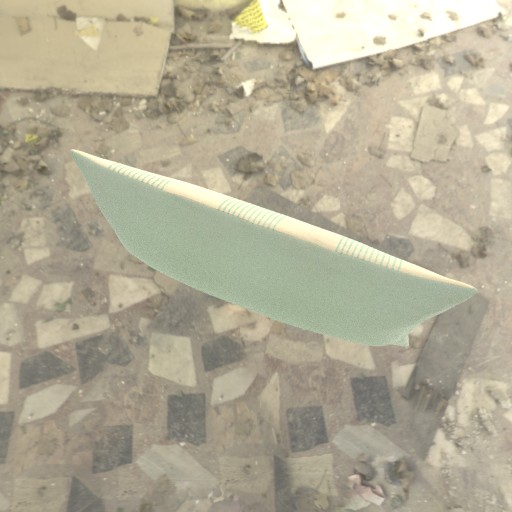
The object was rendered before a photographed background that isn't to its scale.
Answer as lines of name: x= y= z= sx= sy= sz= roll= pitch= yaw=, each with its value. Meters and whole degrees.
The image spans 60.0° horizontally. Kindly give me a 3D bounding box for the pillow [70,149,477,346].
pillow: x=0.000 y=0.000 z=0.741 sx=0.610 sy=0.287 sz=0.151 roll=20 pitch=66 yaw=10
